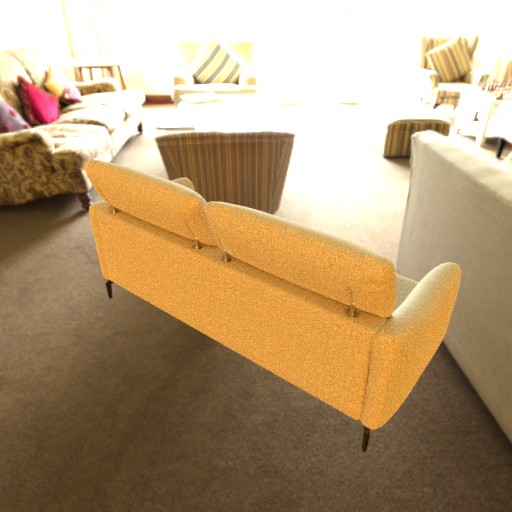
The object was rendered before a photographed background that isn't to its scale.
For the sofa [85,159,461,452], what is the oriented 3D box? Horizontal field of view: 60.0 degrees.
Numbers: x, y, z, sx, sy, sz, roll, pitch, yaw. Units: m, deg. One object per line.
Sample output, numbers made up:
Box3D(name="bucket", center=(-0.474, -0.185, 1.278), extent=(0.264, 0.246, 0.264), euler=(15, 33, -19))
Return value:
Box3D(name="sofa", center=(0.000, 0.000, 2.467), extent=(2.015, 0.956, 0.856), euler=(22, 37, 32))
